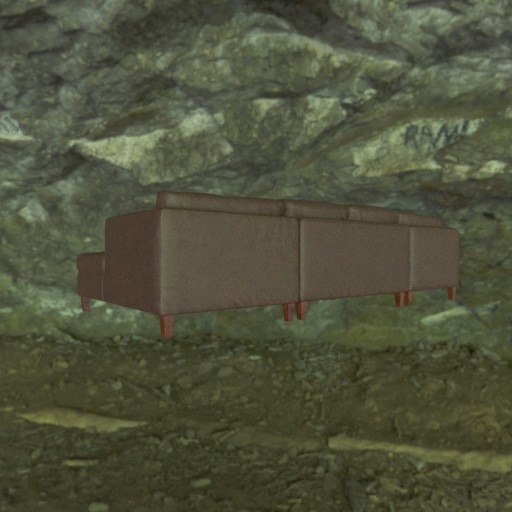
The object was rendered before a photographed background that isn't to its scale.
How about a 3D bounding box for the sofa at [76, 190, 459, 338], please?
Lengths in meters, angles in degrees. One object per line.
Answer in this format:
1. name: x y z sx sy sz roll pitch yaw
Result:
1. sofa: 0.000 0.000 4.578 3.460 0.923 2.593 0 0 -39
